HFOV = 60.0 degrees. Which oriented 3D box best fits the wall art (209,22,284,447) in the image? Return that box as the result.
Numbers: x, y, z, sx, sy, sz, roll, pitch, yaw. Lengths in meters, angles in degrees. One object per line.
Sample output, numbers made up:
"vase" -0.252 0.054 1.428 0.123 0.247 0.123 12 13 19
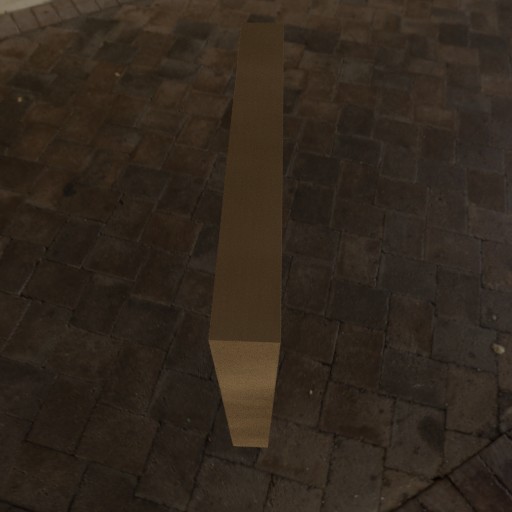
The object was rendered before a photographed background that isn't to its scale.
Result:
"wall art" 0.000 0.000 0.444 0.038 0.303 0.305 2 57 1
